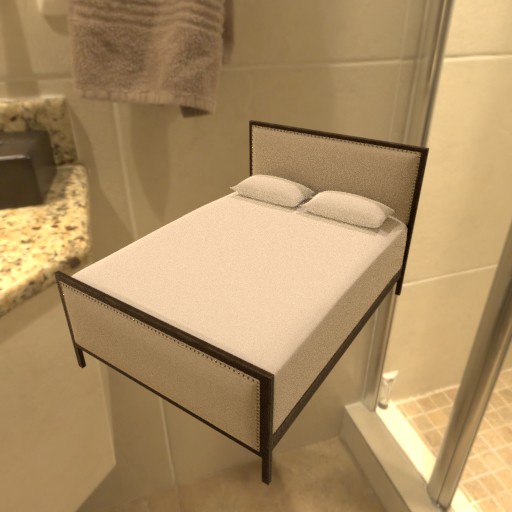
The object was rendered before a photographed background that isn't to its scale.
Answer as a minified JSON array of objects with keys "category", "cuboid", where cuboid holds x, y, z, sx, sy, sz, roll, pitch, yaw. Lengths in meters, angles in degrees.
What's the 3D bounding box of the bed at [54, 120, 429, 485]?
[{"category":"bed","cuboid":[0.000,0.000,3.211,1.607,1.313,2.221,19,35,29]}]
